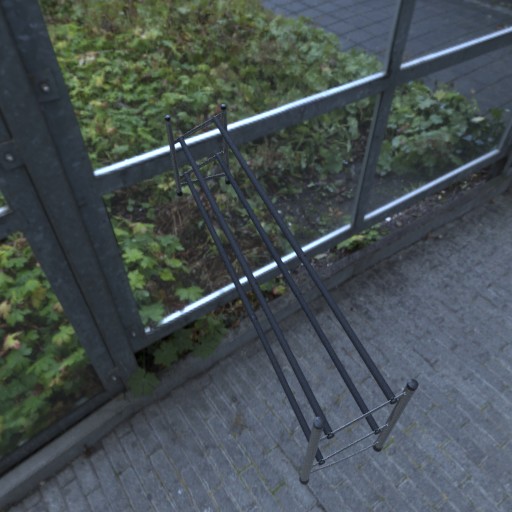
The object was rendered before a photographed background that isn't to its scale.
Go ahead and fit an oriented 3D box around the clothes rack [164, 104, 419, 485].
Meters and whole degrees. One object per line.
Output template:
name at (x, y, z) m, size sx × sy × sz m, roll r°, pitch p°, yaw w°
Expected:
clothes rack at (0.000, 0.000, 1.323) m, size 0.229 × 0.349 × 1.168 m, roll -16°, pitch 50°, yaw -14°
